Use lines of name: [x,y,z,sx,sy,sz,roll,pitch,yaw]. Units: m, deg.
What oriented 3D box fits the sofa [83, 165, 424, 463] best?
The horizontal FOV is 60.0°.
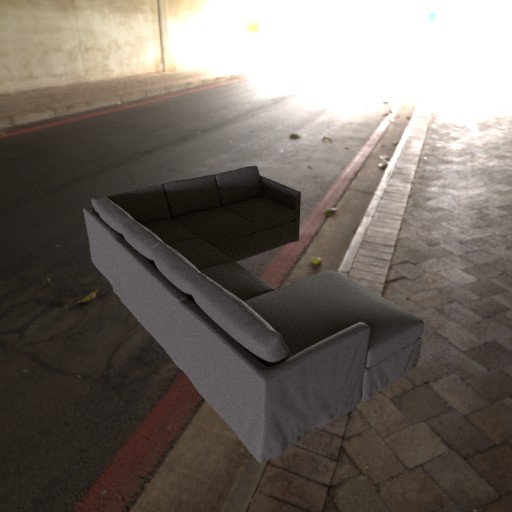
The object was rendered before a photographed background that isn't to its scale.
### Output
sofa: [0.000,0.000,4.548,2.476,0.878,3.528,-18,32,-32]
